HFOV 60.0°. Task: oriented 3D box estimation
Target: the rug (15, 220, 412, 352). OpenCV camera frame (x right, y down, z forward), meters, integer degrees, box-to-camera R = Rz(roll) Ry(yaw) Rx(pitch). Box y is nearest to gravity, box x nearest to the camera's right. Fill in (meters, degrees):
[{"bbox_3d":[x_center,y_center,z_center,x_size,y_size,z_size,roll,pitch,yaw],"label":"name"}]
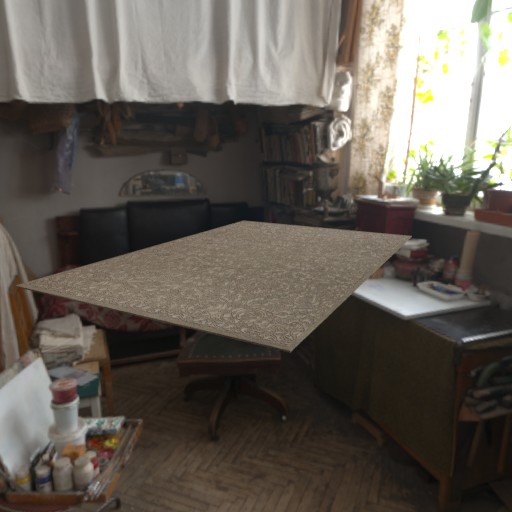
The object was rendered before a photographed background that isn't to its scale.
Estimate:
[{"bbox_3d":[0.000,0.000,2.285,1.221,0.006,1.827,8,16,28],"label":"rug"}]
